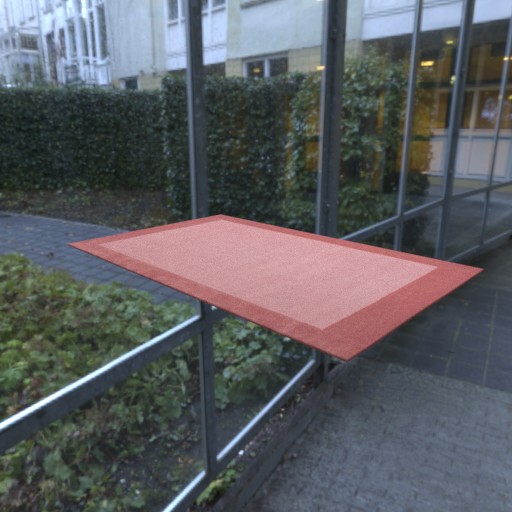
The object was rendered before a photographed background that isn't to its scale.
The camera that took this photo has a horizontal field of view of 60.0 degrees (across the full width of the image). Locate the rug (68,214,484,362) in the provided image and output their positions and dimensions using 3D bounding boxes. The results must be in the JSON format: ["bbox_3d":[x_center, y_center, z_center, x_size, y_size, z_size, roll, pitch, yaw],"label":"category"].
[{"bbox_3d":[0.000,0.000,3.019,2.438,0.014,1.524,16,23,42],"label":"rug"}]
